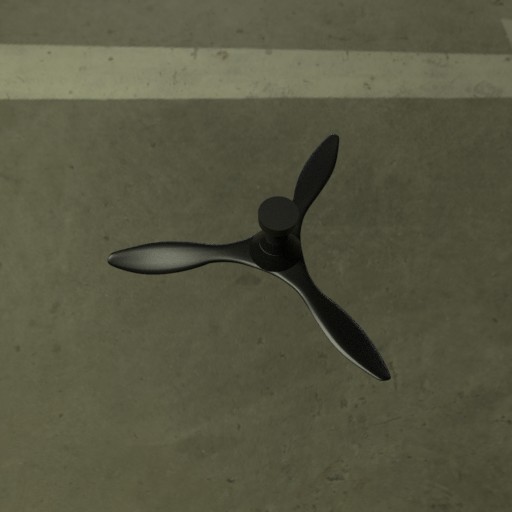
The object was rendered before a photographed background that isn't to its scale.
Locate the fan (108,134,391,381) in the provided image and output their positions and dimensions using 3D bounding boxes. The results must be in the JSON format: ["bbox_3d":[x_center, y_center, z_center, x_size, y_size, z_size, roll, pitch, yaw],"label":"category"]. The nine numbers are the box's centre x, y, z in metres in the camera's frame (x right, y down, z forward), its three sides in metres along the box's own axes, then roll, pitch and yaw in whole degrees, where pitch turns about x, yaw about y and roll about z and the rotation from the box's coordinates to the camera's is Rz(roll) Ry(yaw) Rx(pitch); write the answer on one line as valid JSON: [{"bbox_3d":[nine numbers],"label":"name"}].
[{"bbox_3d":[0.000,0.000,1.600,1.067,0.305,1.067,-15,63,-8],"label":"fan"}]
